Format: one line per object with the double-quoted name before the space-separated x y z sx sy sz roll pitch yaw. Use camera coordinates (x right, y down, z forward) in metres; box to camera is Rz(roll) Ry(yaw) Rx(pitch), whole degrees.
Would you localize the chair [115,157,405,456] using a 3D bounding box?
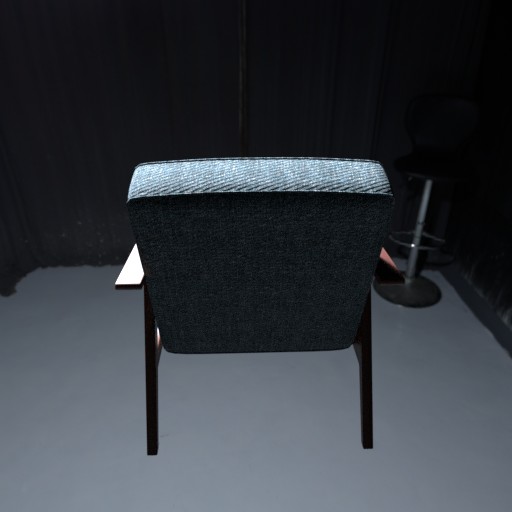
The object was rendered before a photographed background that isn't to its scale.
"chair" 0.000 0.000 1.512 0.719 0.864 0.889 -1 30 -2
